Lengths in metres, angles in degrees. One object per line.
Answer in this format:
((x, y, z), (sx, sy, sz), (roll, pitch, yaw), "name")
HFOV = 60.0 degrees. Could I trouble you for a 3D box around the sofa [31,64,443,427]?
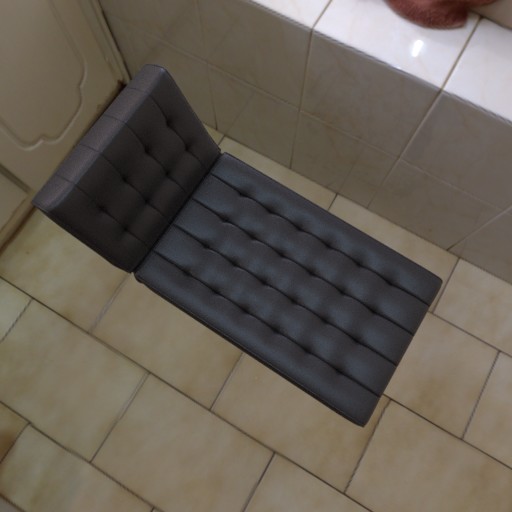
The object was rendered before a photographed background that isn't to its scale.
((0.000, 0.000, 1.980), (1.560, 0.820, 0.760), (32, 77, 8), "sofa")
